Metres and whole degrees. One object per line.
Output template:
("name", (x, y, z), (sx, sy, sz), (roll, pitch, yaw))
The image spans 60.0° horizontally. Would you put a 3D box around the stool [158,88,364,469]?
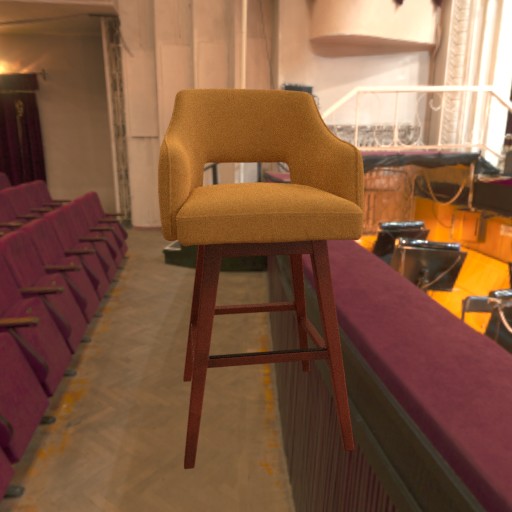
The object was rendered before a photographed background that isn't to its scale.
("stool", (0.000, 0.000, 1.345), (0.548, 1.012, 0.558), (-2, 14, -9))
